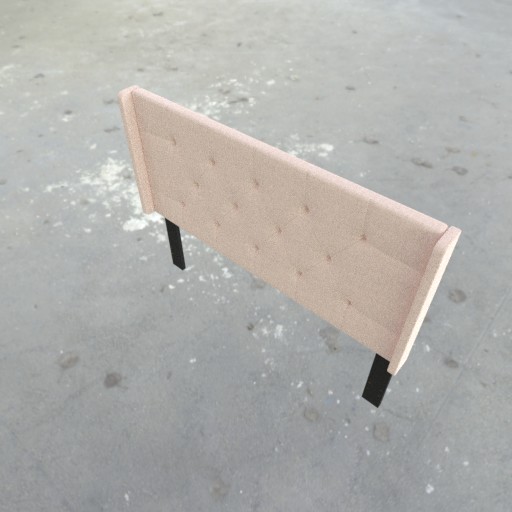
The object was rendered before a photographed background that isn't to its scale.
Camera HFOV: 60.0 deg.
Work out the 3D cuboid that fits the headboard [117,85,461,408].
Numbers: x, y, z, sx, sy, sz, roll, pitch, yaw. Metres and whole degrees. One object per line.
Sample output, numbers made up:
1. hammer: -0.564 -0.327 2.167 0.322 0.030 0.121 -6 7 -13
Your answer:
1. headboard: 0.000 0.000 2.719 2.051 1.524 0.184 31 52 28
